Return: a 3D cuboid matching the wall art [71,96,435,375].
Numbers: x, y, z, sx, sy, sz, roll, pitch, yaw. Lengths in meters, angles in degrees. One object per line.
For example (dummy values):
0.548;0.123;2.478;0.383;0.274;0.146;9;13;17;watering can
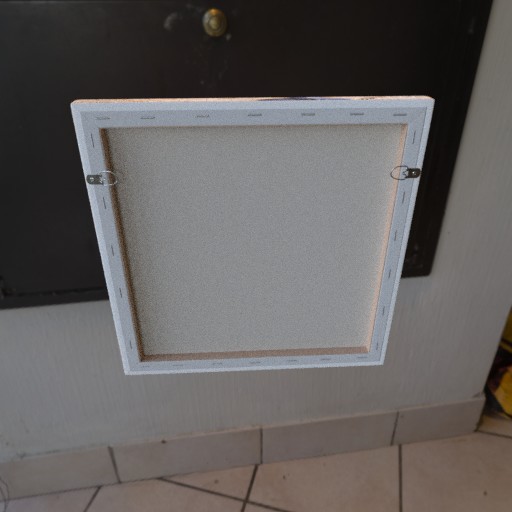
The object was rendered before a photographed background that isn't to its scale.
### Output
0.000;0.000;1.346;0.912;0.914;0.039;-2;30;-3;wall art
